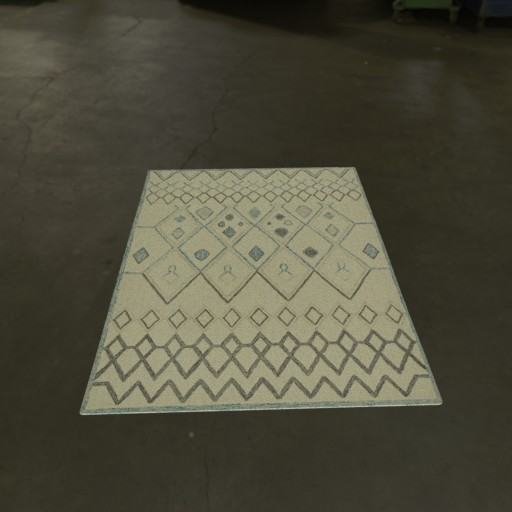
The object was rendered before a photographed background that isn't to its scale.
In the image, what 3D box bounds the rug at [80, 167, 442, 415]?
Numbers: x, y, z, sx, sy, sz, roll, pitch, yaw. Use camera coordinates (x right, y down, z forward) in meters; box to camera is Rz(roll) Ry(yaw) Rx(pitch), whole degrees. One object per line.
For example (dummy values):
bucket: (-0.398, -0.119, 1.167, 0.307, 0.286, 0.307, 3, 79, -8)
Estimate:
rug: (0.000, 0.000, 4.098, 2.441, 0.013, 3.056, -1, 42, -1)
